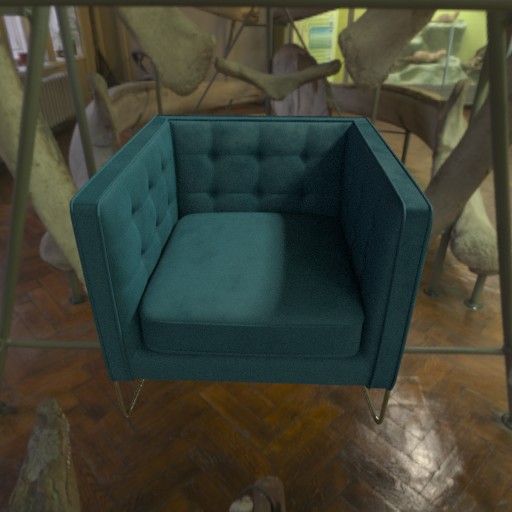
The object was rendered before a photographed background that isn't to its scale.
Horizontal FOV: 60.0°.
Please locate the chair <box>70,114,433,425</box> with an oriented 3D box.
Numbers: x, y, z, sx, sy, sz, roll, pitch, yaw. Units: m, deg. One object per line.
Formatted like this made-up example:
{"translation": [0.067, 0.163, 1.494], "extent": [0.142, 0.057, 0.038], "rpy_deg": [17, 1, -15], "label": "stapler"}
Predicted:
{"translation": [0.000, 0.000, 1.581], "extent": [0.880, 0.790, 0.894], "rpy_deg": [1, 30, 2], "label": "chair"}
